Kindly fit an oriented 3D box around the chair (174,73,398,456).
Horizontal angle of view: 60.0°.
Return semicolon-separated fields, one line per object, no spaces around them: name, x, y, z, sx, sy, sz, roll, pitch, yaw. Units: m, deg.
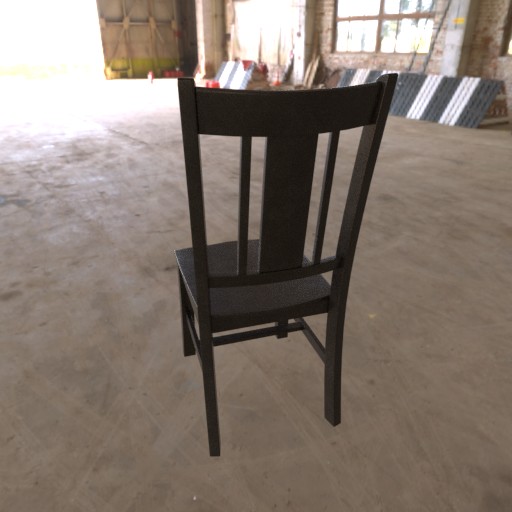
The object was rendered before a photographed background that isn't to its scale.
chair;0.000;0.000;1.276;0.450;0.998;0.555;-8;27;-16
